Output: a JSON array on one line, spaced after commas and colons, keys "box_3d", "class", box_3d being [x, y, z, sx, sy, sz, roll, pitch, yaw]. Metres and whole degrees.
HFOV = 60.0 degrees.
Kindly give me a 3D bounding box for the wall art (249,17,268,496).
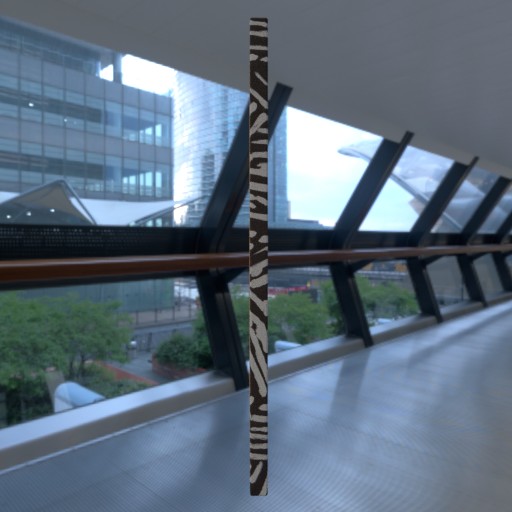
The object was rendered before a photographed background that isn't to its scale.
[{"box_3d": [0.000, 0.000, 1.321, 0.038, 1.017, 0.765, 0, 1, -1], "class": "wall art"}]
